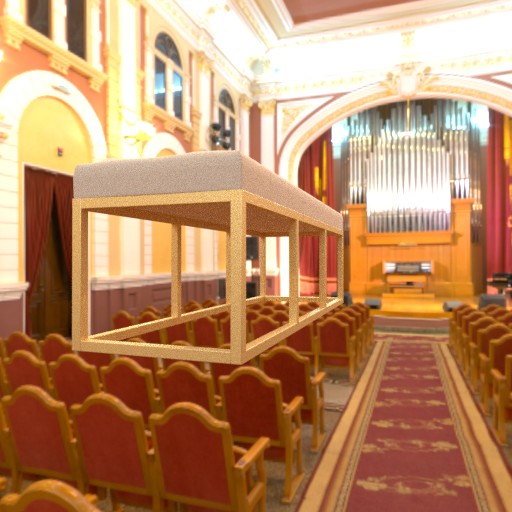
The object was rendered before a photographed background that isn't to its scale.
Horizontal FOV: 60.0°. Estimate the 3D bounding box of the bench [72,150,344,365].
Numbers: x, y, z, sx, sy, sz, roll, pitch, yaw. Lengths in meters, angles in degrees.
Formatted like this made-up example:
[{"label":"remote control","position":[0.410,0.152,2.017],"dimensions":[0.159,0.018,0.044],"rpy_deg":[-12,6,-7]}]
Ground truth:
[{"label":"bench","position":[0.000,0.000,1.726],"dimensions":[0.457,0.484,1.473],"rpy_deg":[0,-1,20]}]
